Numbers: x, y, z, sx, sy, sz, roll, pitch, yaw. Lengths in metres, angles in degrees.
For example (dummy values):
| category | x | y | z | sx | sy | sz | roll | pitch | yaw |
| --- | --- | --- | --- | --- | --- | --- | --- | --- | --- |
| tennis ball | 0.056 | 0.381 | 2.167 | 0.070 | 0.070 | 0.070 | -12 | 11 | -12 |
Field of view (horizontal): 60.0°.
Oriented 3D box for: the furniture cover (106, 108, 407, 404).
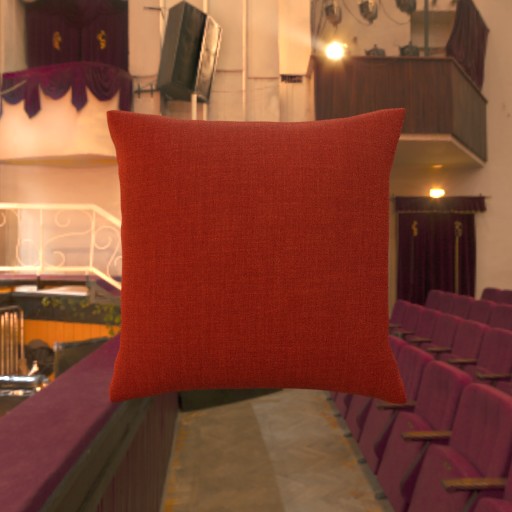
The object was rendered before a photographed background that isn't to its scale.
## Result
| category | x | y | z | sx | sy | sz | roll | pitch | yaw |
| --- | --- | --- | --- | --- | --- | --- | --- | --- | --- |
| furniture cover | 0.000 | 0.000 | 0.763 | 0.517 | 0.508 | 0.158 | 0 | 0 | 0 |
